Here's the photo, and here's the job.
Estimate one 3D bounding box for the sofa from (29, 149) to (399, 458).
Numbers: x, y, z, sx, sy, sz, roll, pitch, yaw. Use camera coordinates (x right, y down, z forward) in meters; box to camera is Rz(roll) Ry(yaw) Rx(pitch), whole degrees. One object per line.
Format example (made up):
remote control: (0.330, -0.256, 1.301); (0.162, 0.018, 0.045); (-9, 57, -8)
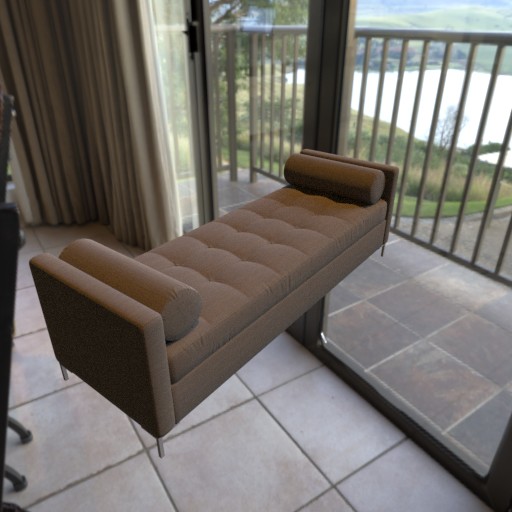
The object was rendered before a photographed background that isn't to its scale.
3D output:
sofa: (0.000, 0.000, 2.336); (0.686, 0.635, 1.981); (21, 35, 33)
